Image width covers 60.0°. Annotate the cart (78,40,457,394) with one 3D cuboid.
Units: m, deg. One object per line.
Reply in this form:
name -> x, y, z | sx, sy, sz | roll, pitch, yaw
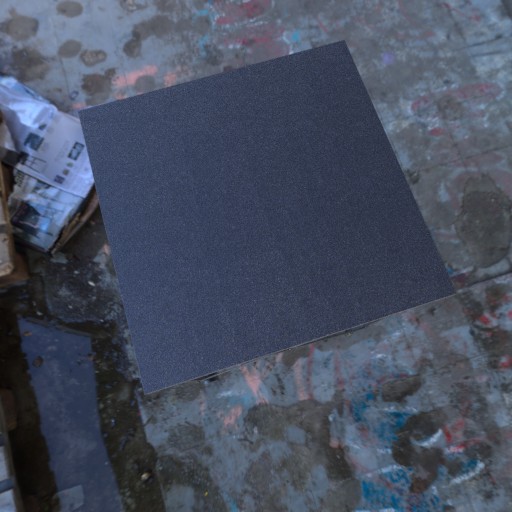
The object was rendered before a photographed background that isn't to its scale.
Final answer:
cart -> 0.000, 0.000, 1.132 | 0.521, 0.762, 0.520 | -17, 75, -5
